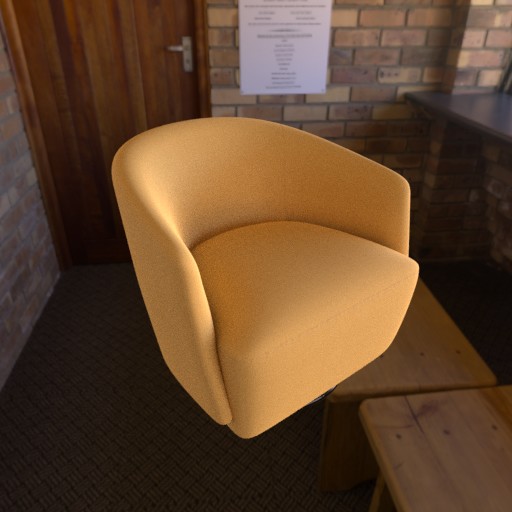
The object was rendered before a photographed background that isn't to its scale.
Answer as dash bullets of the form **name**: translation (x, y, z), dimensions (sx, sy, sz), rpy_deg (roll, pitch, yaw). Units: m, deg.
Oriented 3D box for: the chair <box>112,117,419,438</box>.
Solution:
- **chair**: translation (0.000, 0.000, 1.354), dimensions (0.773, 0.698, 0.767), rpy_deg (-21, 35, -33)
